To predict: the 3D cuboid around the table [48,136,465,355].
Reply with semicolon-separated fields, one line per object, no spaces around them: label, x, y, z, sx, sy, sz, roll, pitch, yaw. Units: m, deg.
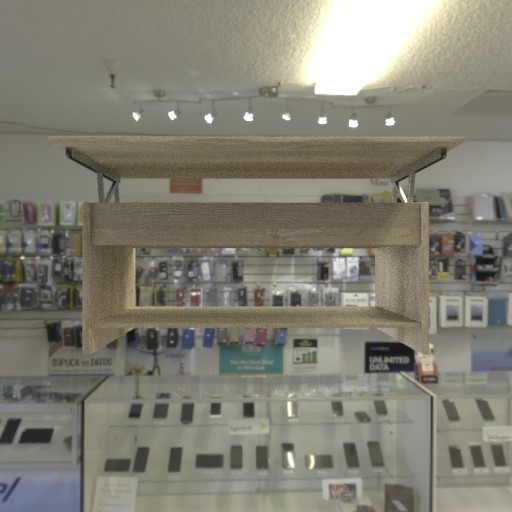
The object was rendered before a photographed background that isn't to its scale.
table;0.000;0.000;1.417;1.000;0.570;0.712;0;0;0
